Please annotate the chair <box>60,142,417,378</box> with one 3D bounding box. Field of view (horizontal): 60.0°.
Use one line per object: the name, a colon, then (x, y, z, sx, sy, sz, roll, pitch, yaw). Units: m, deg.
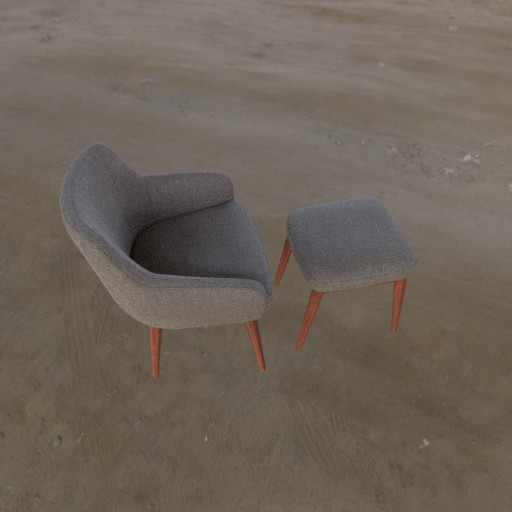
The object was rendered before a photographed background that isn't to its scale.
chair: (0.000, 0.000, 1.579, 1.107, 0.799, 0.584, -9, 47, -9)
